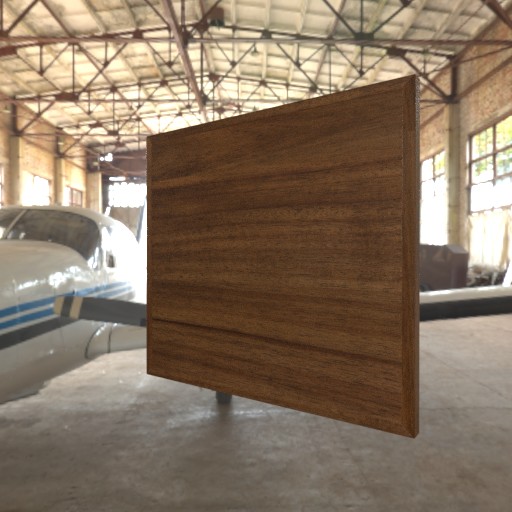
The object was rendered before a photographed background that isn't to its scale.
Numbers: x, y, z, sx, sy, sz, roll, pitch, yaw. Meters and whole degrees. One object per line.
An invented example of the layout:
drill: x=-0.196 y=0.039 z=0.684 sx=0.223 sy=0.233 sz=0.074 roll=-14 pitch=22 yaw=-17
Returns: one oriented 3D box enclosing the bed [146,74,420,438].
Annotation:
bed: x=0.000 y=0.000 z=1.463 sx=1.041 sy=0.940 sz=0.043 roll=0 pitch=0 yaw=36
